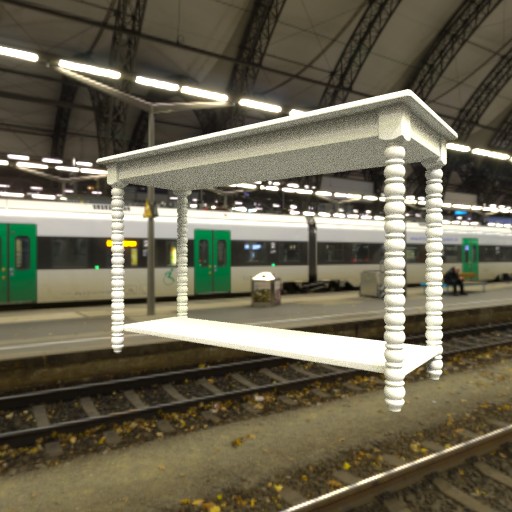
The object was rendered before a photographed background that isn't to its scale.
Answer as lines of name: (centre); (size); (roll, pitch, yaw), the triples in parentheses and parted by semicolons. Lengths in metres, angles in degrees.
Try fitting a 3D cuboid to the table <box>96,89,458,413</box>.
table: (0.000, 0.000, 1.508); (1.184, 0.740, 0.459); (0, 0, 37)
